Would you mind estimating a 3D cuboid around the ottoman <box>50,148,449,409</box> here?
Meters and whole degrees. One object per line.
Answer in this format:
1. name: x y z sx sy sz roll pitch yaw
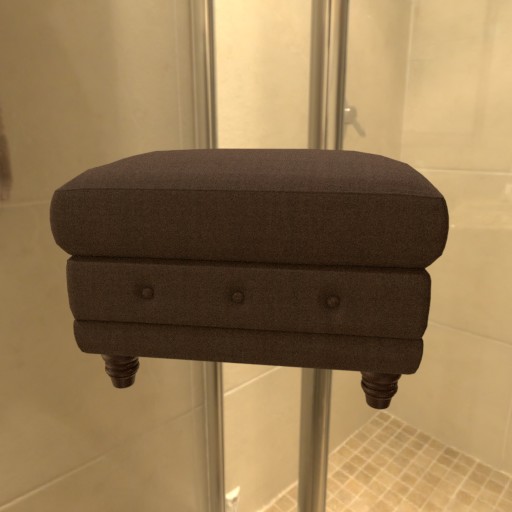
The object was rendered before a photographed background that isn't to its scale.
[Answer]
1. ottoman: 0.000 0.000 1.181 0.809 0.555 0.599 2 15 8
